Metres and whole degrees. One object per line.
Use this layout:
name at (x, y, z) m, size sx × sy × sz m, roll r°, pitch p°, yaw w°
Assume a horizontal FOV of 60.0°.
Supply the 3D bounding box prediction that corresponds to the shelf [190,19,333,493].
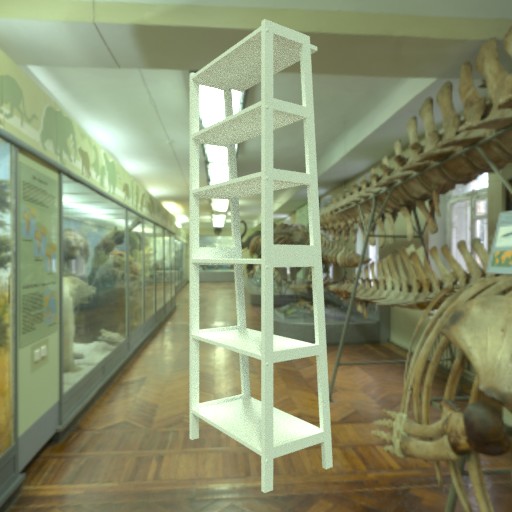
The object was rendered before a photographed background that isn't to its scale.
shelf at (0.000, 0.000, 2.144) m, size 0.381 × 1.892 × 0.660 m, roll 0°, pitch 0°, yaw -36°
